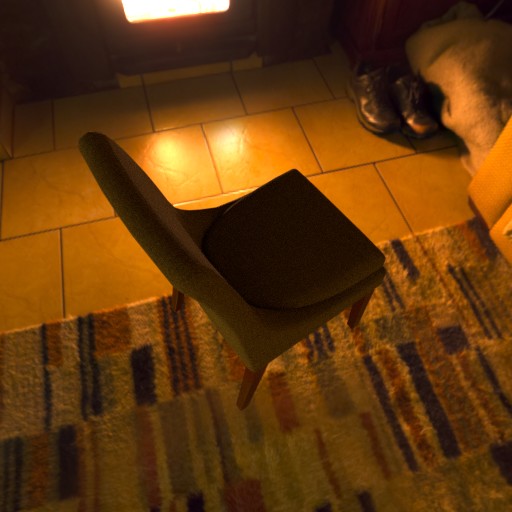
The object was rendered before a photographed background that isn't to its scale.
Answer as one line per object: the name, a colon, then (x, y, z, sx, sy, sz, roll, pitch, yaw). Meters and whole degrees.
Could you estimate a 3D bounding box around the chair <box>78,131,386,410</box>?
chair: (0.000, 0.000, 1.327, 0.655, 0.952, 0.508, -31, 62, -18)
